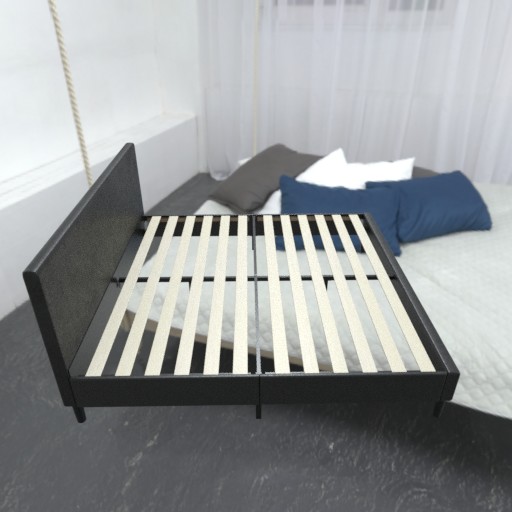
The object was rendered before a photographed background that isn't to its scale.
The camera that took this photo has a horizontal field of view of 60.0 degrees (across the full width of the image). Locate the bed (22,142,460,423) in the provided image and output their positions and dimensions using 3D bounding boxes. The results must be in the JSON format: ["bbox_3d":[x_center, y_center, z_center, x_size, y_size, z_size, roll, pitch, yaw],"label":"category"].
[{"bbox_3d":[0.000,0.000,3.136,2.152,1.046,2.018,-1,31,-1],"label":"bed"}]
